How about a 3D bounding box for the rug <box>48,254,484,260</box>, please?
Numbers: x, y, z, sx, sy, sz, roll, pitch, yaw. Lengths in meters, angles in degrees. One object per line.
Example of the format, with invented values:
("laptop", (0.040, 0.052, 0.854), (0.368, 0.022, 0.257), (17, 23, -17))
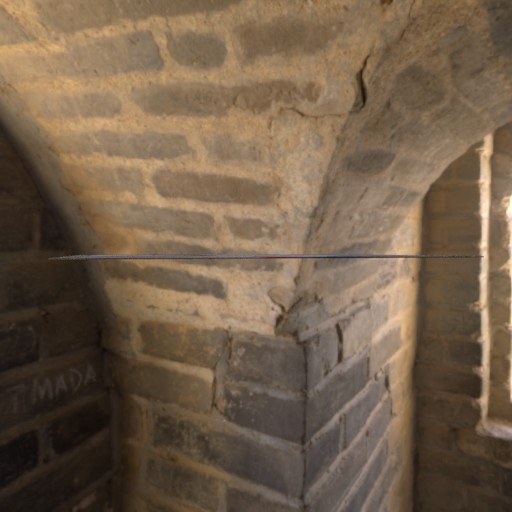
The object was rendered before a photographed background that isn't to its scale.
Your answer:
("rug", (0.000, 0.000, 2.334), (1.828, 0.005, 1.220), (0, 1, -17))
